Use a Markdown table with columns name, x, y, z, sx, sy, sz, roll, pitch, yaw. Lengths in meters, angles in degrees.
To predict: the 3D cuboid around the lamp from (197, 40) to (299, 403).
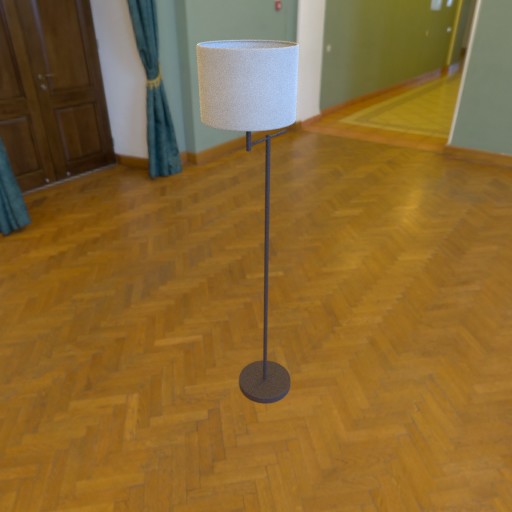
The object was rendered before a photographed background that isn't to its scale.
| name | x | y | z | sx | sy | sz | roll | pitch | yaw |
| --- | --- | --- | --- | --- | --- | --- | --- | --- | --- |
| lamp | 0.000 | 0.000 | 1.840 | 0.324 | 1.600 | 0.416 | 19 | 35 | 30 |
